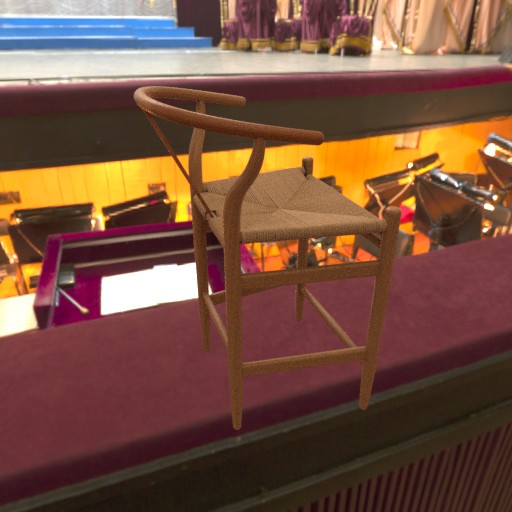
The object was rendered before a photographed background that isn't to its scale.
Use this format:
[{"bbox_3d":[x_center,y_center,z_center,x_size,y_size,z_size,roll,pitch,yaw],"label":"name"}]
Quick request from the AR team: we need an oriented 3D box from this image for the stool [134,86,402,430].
[{"bbox_3d":[0.000,0.000,1.286,0.575,0.923,0.536,-9,29,-17],"label":"stool"}]
